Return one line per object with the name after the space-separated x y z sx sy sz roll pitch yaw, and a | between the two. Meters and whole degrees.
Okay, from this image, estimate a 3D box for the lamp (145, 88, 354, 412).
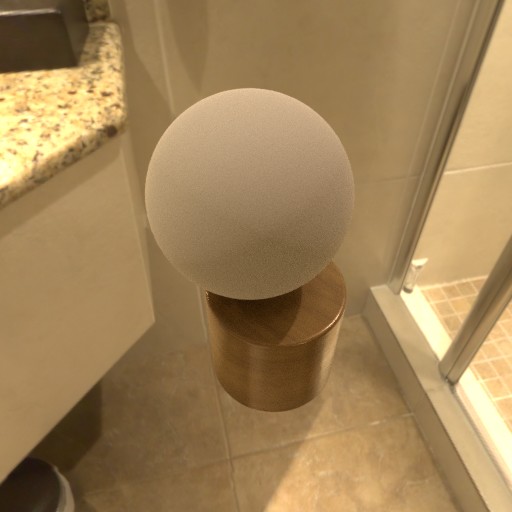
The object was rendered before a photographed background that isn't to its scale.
0.000 0.000 0.344 0.152 0.250 0.141 31 53 27 | lamp
